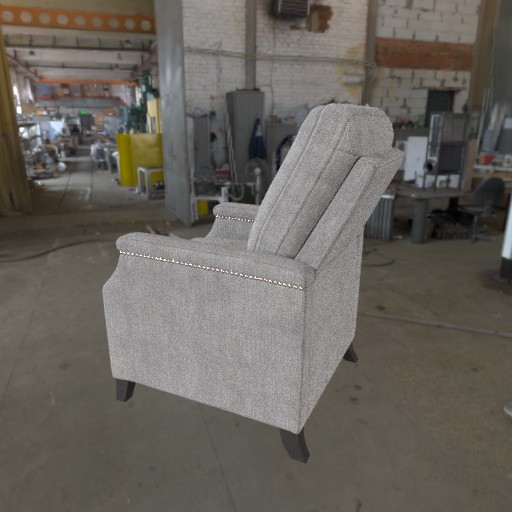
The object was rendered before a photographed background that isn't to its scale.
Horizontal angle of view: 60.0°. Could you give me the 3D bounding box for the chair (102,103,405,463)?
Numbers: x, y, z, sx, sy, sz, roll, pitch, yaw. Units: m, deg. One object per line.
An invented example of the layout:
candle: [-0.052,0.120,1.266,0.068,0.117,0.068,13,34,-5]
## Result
chair: [0.000,0.000,1.630,0.922,1.049,0.710,8,19,24]
